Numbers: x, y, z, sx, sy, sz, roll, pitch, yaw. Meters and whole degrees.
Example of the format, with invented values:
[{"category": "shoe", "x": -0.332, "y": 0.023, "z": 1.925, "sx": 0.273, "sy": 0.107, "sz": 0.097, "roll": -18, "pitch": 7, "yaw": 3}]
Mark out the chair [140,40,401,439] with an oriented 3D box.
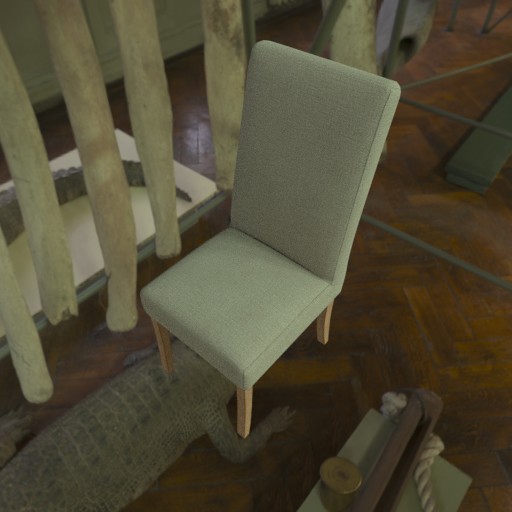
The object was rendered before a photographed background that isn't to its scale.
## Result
[{"category": "chair", "x": 0.000, "y": 0.000, "z": 1.373, "sx": 0.450, "sy": 1.033, "sz": 0.611, "roll": 31, "pitch": 54, "yaw": 26}]
